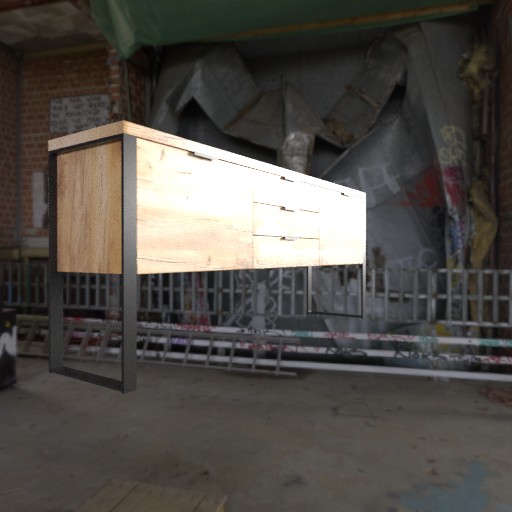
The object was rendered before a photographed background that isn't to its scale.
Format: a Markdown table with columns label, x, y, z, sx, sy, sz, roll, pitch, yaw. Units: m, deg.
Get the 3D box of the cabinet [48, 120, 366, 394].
| label | x | y | z | sx | sy | sz | roll | pitch | yaw |
| --- | --- | --- | --- | --- | --- | --- | --- | --- | --- |
| cabinet | 0.000 | 0.000 | 2.075 | 0.395 | 0.762 | 1.800 | 0 | 0 | 35 |
